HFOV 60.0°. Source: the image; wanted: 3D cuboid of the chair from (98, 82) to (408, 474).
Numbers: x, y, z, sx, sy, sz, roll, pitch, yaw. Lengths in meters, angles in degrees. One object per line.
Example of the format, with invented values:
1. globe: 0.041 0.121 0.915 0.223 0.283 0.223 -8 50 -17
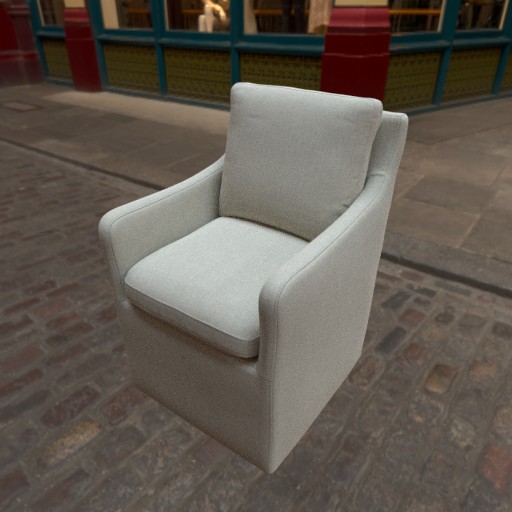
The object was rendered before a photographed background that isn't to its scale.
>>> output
1. chair: 0.000 0.000 1.360 0.626 0.914 0.694 20 36 30
